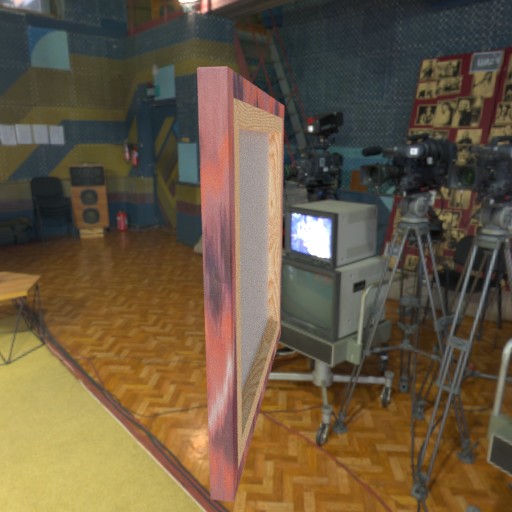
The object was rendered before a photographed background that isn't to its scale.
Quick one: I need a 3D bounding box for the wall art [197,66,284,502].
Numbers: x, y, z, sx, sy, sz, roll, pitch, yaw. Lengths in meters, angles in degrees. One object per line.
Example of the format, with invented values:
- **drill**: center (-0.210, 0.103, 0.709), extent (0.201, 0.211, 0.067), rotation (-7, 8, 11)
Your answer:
- **wall art**: center (0.000, 0.000, 0.878), extent (0.037, 0.609, 0.603), rotation (2, 15, 9)
